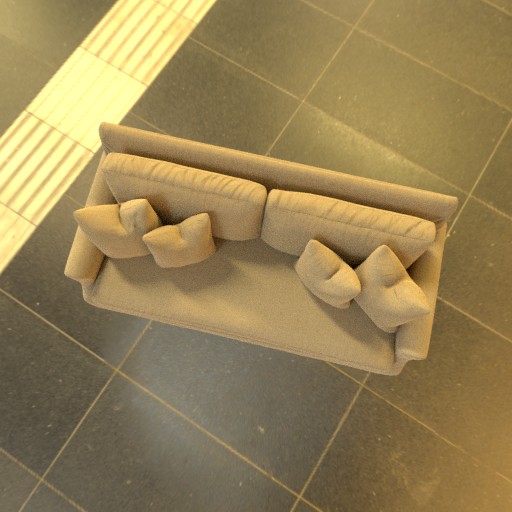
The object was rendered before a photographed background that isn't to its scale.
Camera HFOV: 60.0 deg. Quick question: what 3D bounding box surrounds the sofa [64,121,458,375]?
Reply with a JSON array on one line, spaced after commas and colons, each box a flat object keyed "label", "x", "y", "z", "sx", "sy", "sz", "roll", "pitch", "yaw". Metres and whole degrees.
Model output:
[{"label": "sofa", "x": 0.000, "y": 0.000, "z": 2.847, "sx": 2.285, "sy": 0.904, "sz": 1.067, "roll": 13, "pitch": 77, "yaw": 3}]
